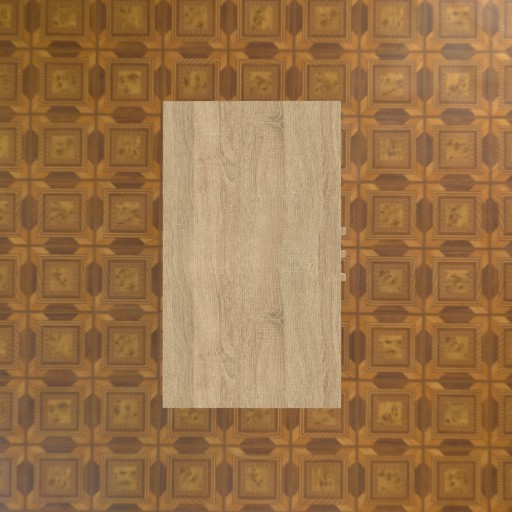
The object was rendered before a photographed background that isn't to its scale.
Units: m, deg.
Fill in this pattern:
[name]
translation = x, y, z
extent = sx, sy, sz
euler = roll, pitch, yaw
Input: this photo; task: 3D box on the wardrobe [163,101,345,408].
[wardrobe]
translation = 0.000, 0.000, 2.423
extent = 0.600, 1.960, 1.000
euler = 0, 90, 0
